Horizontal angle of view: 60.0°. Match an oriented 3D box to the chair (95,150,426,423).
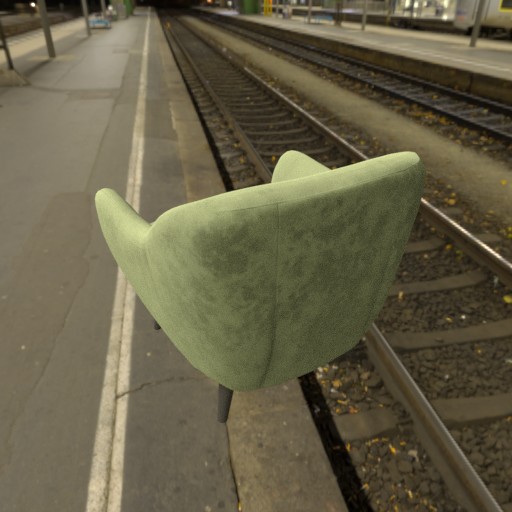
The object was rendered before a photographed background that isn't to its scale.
[{"bbox_3d":[0.000,0.000,1.497,0.840,0.804,0.819,-18,35,-28],"label":"chair"}]
